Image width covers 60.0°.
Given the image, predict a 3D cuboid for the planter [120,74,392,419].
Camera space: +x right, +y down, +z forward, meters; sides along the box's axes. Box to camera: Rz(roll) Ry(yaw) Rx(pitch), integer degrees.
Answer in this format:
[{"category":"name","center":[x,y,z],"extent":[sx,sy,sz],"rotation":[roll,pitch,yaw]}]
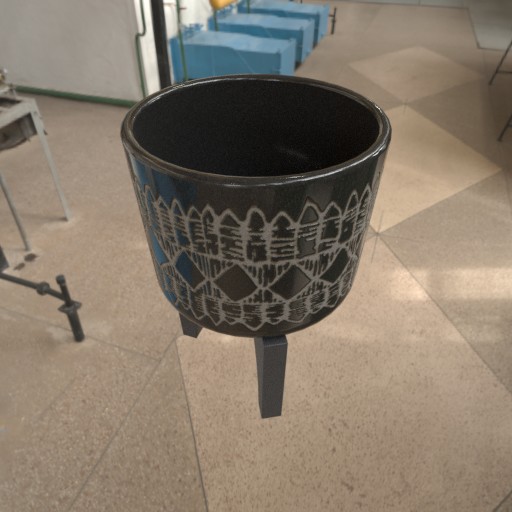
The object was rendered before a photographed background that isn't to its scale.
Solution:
[{"category":"planter","center":[0.000,0.000,0.271],"extent":[0.129,0.177,0.129],"rotation":[0,40,0]}]
